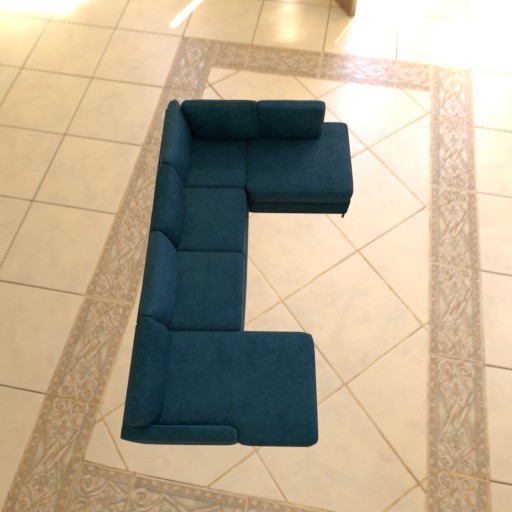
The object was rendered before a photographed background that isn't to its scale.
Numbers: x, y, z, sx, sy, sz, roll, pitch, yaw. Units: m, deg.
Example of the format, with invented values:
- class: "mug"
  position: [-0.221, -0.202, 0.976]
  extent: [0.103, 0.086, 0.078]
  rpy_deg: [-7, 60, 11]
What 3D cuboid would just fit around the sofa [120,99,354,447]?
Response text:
- class: "sofa"
  position: [0.000, 0.000, 4.360]
  extent: [2.055, 0.992, 3.434]
  rpy_deg: [1, 64, 0]
